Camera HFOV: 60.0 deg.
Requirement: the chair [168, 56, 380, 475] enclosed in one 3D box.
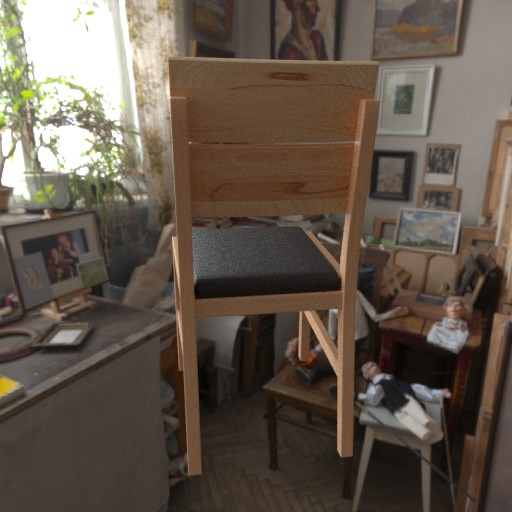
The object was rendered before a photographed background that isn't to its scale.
[{"bbox_3d":[0.000,0.000,1.247,0.475,0.950,0.560,-3,16,-9],"label":"chair"}]
